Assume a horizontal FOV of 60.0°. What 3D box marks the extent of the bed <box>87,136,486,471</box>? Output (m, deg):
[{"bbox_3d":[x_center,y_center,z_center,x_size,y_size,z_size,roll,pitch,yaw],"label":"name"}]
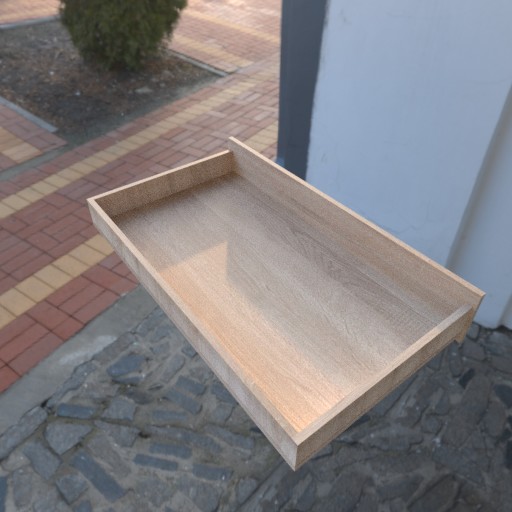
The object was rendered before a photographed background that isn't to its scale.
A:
[{"bbox_3d":[0.000,0.000,1.484,0.685,0.209,1.200,-27,47,-27],"label":"bed"}]
